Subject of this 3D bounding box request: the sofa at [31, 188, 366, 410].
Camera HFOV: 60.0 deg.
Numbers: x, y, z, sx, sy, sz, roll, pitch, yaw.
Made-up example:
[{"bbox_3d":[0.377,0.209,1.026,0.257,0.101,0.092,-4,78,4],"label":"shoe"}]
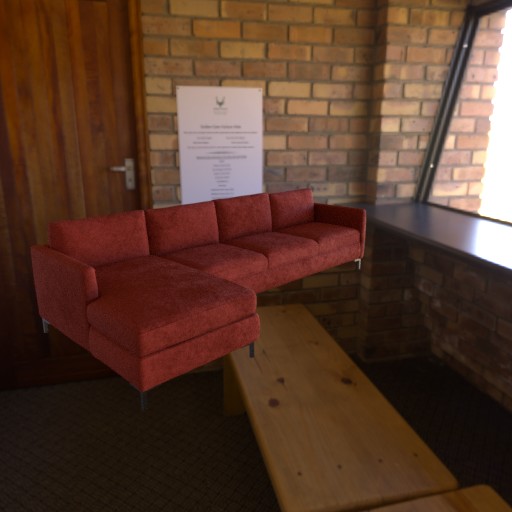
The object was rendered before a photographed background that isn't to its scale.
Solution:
[{"bbox_3d":[0.000,0.000,2.933,1.136,0.663,2.467,14,21,42],"label":"sofa"}]
